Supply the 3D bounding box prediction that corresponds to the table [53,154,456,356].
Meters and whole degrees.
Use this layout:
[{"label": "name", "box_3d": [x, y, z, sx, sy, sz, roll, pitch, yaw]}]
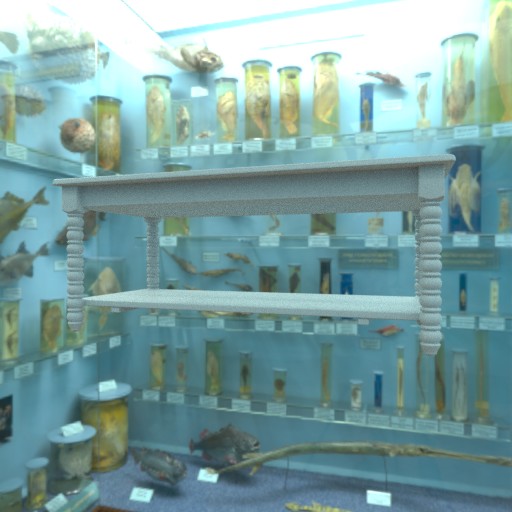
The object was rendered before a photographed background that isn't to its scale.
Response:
[{"label": "table", "box_3d": [0.000, 0.000, 1.490, 1.171, 0.487, 0.580, 0, 0, 18]}]
